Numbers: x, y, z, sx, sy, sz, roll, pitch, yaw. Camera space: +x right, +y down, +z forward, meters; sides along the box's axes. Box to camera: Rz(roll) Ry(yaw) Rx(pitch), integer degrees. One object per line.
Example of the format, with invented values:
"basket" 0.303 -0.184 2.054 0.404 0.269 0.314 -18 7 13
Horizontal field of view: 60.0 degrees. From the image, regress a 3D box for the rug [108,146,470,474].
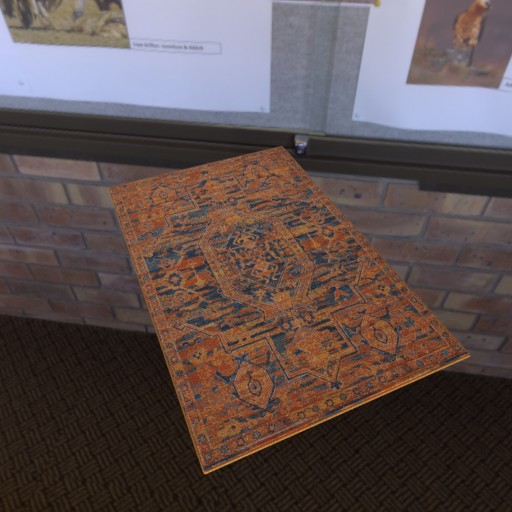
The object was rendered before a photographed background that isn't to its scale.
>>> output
"rug" 0.000 0.000 2.216 1.148 0.013 1.758 -17 47 -16
